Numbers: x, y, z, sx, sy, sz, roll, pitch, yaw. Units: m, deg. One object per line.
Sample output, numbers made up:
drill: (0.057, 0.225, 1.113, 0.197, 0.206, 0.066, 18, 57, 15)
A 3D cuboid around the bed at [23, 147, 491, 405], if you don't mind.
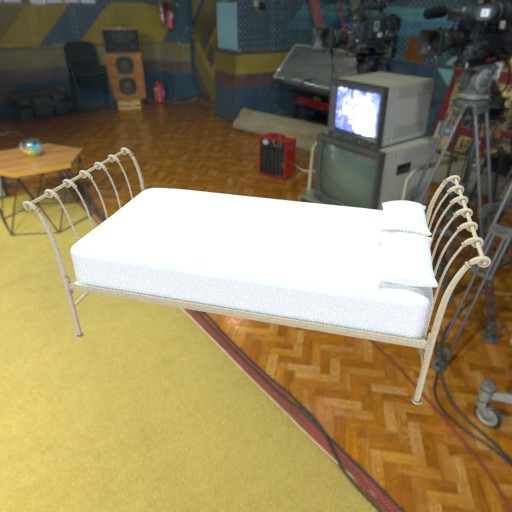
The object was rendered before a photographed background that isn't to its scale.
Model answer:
bed: (0.000, 0.000, 2.657, 2.228, 0.873, 1.032, 8, 31, 13)
